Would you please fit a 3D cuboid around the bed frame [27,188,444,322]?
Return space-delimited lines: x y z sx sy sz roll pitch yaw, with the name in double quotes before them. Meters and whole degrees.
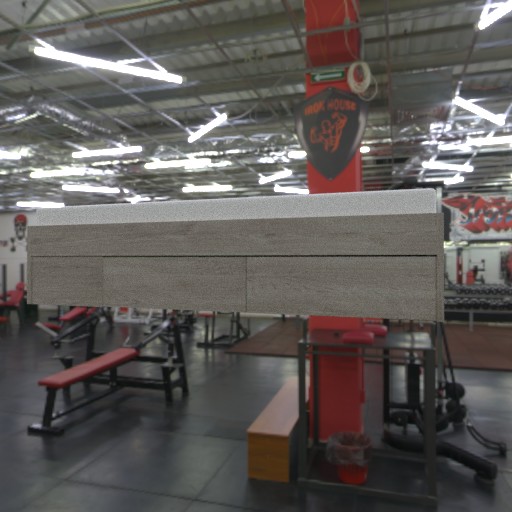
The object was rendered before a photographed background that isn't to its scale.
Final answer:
"bed frame" 0.000 0.000 2.601 1.944 0.490 1.448 0 0 19
